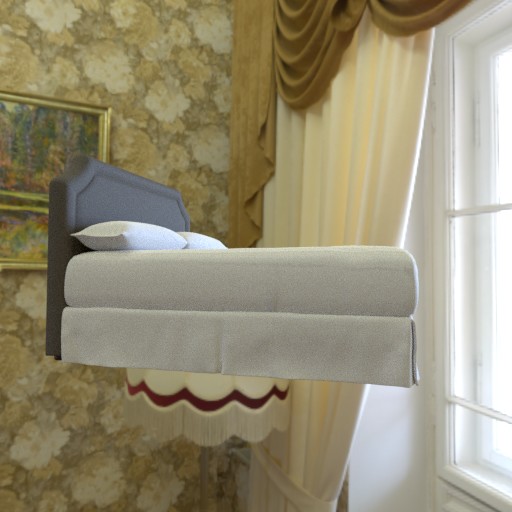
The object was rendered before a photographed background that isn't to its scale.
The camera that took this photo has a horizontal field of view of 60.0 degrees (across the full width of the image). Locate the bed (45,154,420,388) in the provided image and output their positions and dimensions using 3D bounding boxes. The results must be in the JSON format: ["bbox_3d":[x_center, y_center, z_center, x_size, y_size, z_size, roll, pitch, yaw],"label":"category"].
[{"bbox_3d":[0.000,0.000,3.816,2.536,1.561,2.194,-1,-2,17],"label":"bed"}]
